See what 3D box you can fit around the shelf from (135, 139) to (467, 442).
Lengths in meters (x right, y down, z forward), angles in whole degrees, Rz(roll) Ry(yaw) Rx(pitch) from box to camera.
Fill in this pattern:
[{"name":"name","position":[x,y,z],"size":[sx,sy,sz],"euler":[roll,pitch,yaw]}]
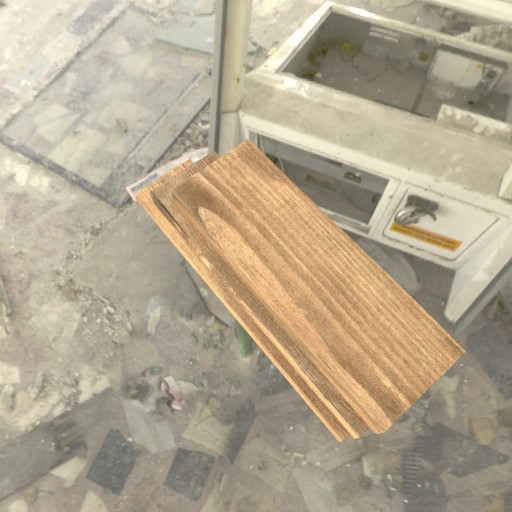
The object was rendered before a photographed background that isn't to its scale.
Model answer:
[{"name":"shelf","position":[0.000,0.000,0.733],"size":[0.140,0.293,0.610],"euler":[-37,71,-15]}]
